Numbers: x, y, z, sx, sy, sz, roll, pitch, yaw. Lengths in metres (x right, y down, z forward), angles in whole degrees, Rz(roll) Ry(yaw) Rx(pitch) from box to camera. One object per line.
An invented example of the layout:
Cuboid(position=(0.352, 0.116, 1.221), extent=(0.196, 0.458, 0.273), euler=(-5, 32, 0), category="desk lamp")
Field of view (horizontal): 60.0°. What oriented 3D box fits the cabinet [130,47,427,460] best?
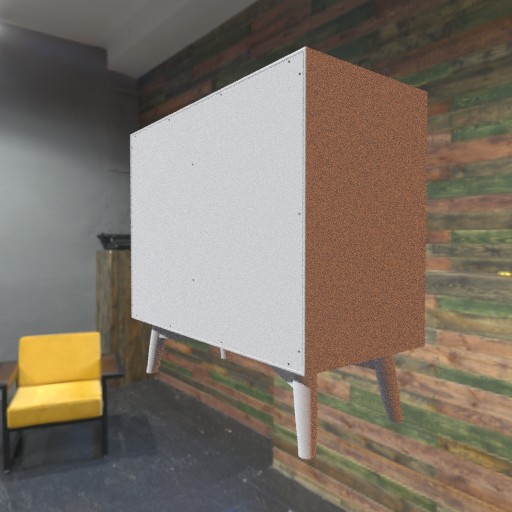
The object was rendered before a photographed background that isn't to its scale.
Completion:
Cuboid(position=(0.000, 0.000, 1.226), extent=(0.398, 0.761, 0.800), euler=(-1, 2, -38), category="cabinet")
